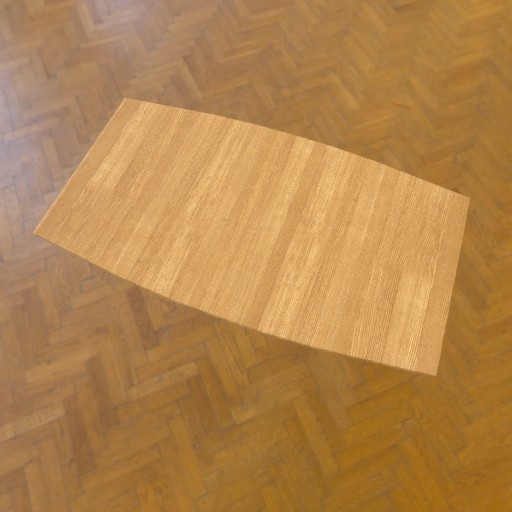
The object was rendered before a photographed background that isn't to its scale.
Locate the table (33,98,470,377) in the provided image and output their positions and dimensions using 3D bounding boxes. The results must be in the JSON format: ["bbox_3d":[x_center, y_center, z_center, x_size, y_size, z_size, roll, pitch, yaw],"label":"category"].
[{"bbox_3d":[0.000,0.000,2.126,1.598,0.748,0.900,19,65,9],"label":"table"}]
